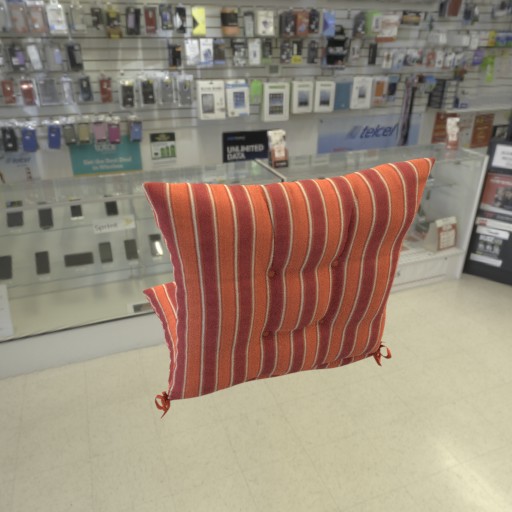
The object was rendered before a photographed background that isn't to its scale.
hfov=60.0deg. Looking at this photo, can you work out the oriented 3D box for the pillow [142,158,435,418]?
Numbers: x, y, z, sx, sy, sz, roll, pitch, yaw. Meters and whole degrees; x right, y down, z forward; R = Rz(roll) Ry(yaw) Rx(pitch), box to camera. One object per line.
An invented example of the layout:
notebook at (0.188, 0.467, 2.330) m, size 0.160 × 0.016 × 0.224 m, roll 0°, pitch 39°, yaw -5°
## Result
pillow at (0.000, 0.000, 1.026) m, size 0.541 × 0.536 × 0.585 m, roll -8°, pitch 27°, yaw -16°
